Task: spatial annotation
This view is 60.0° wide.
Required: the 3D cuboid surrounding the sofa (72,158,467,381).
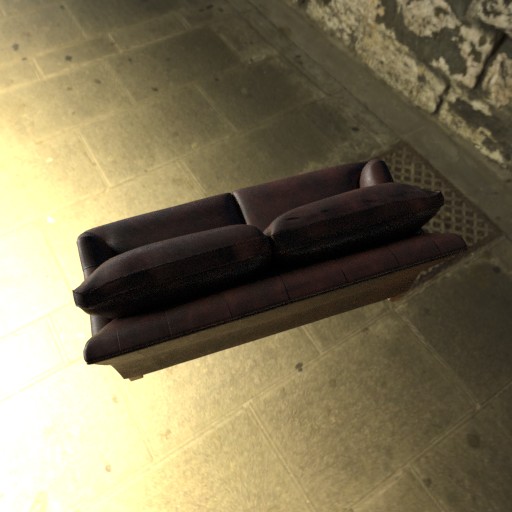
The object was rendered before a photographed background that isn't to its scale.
[{"bbox_3d":[0.000,0.000,2.859,2.144,1.071,1.147,-16,60,-9],"label":"sofa"}]
